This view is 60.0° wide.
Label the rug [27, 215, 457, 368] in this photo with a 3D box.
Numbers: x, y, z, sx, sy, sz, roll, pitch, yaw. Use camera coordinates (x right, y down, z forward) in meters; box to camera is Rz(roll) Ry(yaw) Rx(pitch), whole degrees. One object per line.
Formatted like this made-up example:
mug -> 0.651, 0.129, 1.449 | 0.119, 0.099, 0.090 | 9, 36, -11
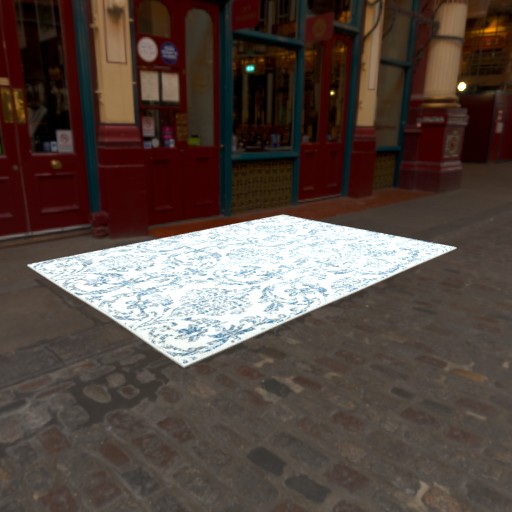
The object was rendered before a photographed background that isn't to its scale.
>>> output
rug -> 0.000, 0.000, 2.776 | 2.197, 0.014, 1.586 | -15, 22, -42
